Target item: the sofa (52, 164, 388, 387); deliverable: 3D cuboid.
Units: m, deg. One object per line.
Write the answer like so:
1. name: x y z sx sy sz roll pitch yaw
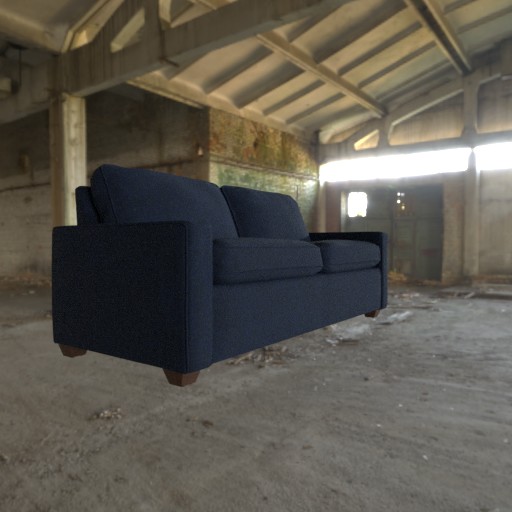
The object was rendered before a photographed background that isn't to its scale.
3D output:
1. sofa: 0.000 0.000 2.641 0.940 0.919 2.080 1 2 36
